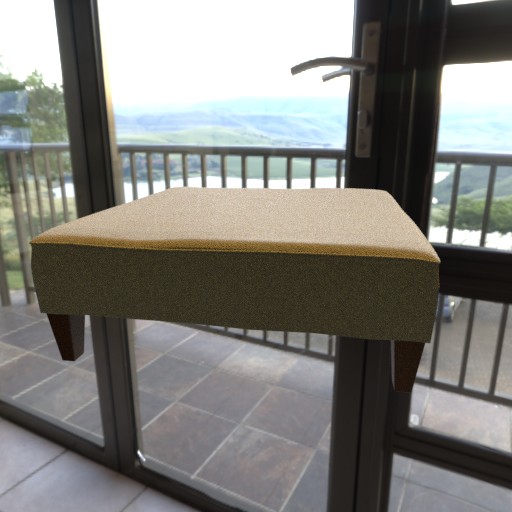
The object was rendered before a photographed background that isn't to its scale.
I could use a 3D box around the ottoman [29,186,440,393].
[{"bbox_3d":[0.000,0.000,1.511,0.968,0.379,1.004,3,16,10],"label":"ottoman"}]
